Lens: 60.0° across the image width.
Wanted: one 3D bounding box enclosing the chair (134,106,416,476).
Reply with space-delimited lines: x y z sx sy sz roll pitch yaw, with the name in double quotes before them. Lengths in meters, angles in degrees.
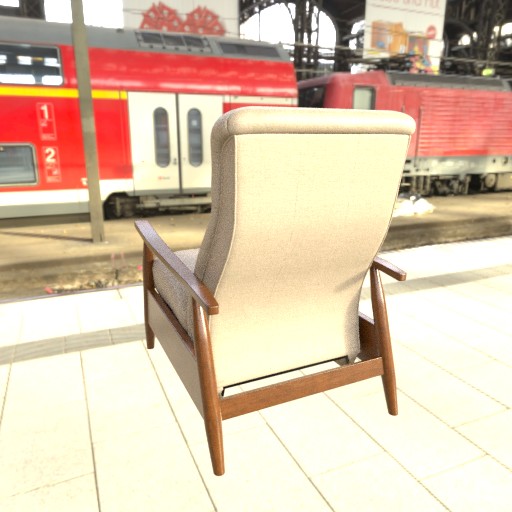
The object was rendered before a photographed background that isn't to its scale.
"chair" 0.000 0.000 1.785 0.762 1.082 1.030 -7 17 -25
